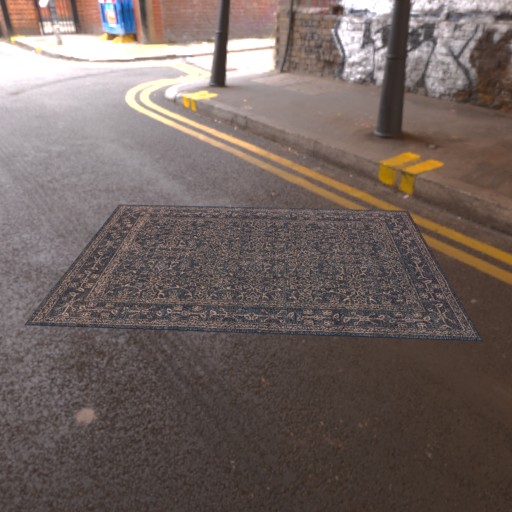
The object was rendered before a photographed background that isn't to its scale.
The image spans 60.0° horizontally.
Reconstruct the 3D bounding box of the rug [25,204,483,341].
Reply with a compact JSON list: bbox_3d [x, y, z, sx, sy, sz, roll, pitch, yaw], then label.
[{"bbox_3d":[0.000,0.000,2.268,1.819,0.005,1.200,2,31,3],"label":"rug"}]
